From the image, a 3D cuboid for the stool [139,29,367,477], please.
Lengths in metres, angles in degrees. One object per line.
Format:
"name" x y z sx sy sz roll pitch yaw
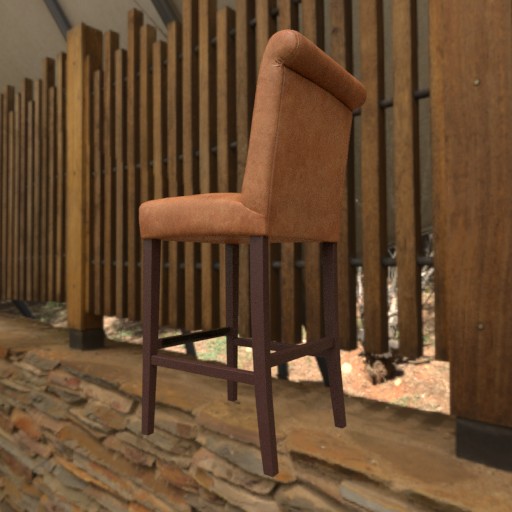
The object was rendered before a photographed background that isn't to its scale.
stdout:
"stool" 0.000 0.000 1.434 0.601 1.140 0.493 -1 -1 36
